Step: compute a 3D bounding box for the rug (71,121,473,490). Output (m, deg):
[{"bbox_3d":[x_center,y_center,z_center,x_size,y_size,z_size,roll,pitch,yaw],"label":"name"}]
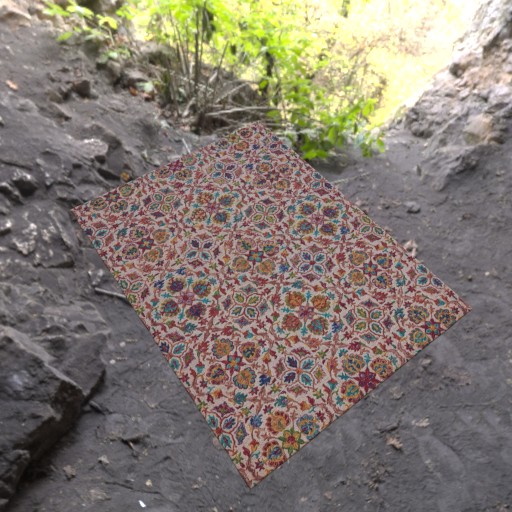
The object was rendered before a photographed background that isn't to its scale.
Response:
[{"bbox_3d":[0.000,0.000,4.280,2.446,0.020,3.215,-31,61,-20],"label":"rug"}]
